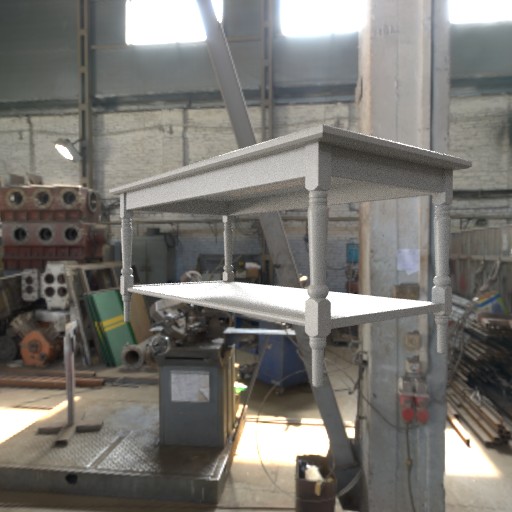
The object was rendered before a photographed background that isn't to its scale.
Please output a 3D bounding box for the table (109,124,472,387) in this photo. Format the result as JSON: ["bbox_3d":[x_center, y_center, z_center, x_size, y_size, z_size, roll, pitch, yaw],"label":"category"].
[{"bbox_3d":[0.000,0.000,1.416,0.551,0.506,1.109,-1,1,-38],"label":"table"}]
